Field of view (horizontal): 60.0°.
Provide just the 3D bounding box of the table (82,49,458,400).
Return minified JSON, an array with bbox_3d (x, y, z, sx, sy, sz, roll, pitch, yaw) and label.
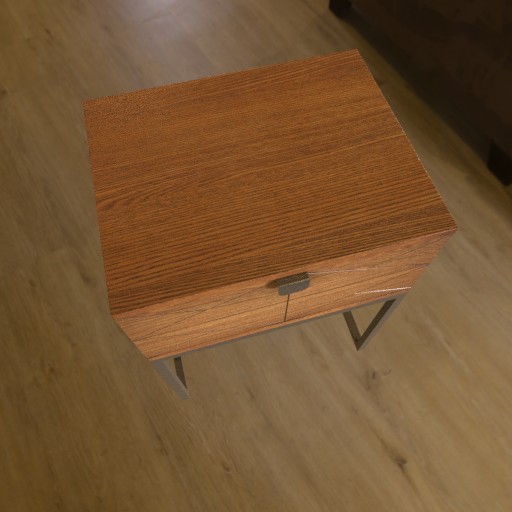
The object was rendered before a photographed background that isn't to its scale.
[{"bbox_3d":[0.000,0.000,0.939,0.482,0.610,0.400,-14,63,-7],"label":"table"}]
